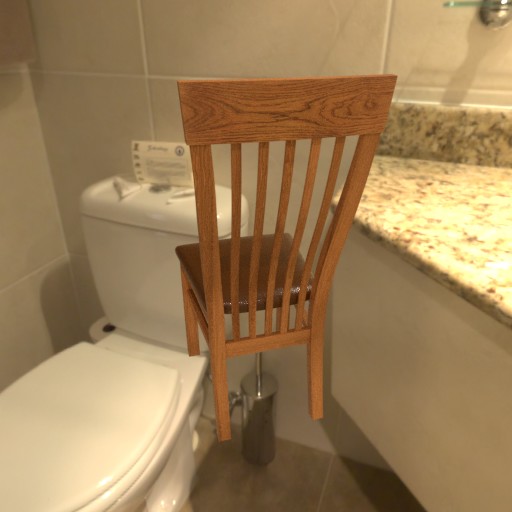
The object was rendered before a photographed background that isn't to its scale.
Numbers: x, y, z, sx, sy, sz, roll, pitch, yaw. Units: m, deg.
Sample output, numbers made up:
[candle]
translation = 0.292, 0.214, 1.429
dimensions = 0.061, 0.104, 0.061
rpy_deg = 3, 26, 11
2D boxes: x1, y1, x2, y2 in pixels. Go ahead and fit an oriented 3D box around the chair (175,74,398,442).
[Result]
[chair]
translation = 0.000, 0.000, 1.334
dimensions = 0.450, 1.050, 0.580
rpy_deg = -7, 28, -14
